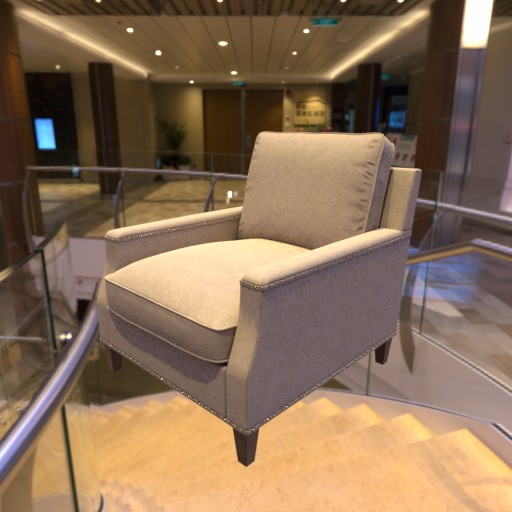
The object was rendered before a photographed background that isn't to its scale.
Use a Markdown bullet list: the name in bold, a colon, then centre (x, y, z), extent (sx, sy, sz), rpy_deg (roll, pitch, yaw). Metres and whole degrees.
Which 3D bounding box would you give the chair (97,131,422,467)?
- **chair**: centre (0.000, 0.000, 1.753), extent (0.853, 0.943, 1.014), rpy_deg (15, 22, 42)
